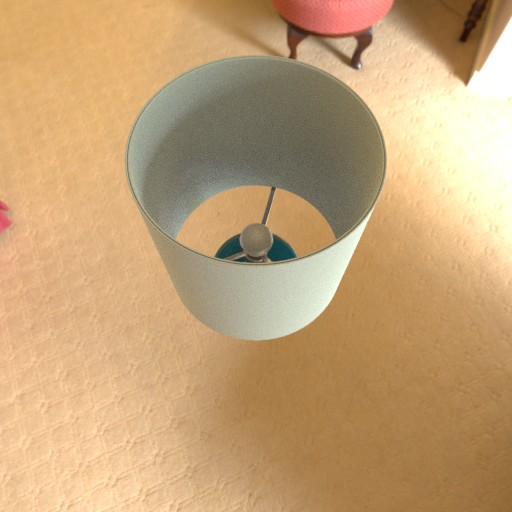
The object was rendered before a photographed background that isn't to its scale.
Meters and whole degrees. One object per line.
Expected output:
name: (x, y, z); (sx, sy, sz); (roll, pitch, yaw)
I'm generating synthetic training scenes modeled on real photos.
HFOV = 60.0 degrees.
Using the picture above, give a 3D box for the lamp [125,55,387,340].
lamp: (0.000, 0.000, 0.498); (0.193, 0.377, 0.193); (-15, 66, -7)
